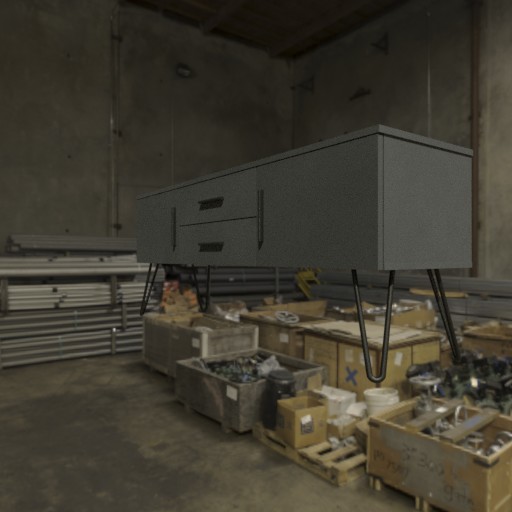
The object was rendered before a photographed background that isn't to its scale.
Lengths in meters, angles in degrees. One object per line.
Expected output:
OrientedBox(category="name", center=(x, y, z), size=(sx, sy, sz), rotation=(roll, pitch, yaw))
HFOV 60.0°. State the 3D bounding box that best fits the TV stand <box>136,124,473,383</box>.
OrientedBox(category="TV stand", center=(0.000, 0.000, 1.620), size=(0.400, 0.560, 1.400), rotation=(0, 0, -36))
